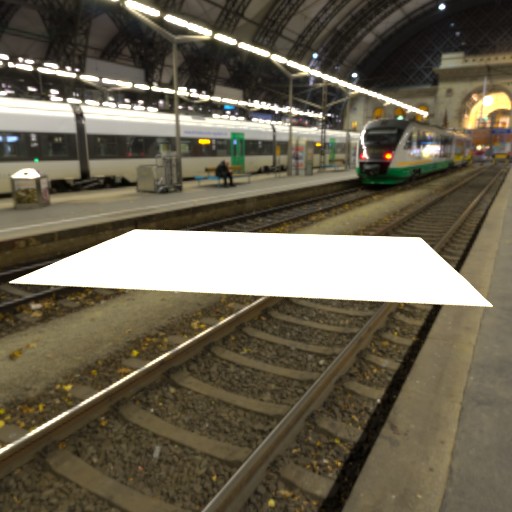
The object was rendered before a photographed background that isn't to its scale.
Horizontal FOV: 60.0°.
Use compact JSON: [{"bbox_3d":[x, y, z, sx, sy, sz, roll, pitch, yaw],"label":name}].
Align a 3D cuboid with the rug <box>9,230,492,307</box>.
[{"bbox_3d":[0.000,0.000,2.256,1.850,0.006,1.234,2,14,9],"label":"rug"}]
